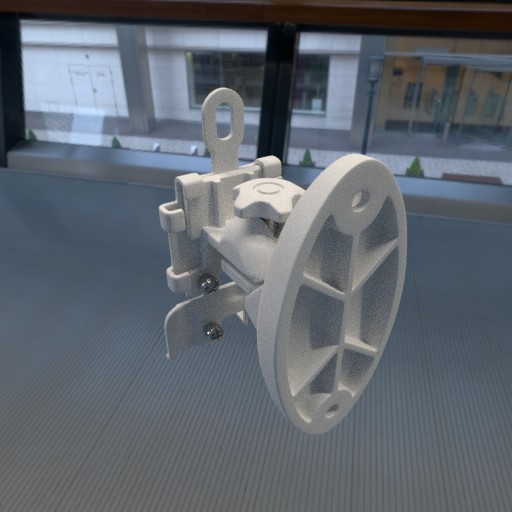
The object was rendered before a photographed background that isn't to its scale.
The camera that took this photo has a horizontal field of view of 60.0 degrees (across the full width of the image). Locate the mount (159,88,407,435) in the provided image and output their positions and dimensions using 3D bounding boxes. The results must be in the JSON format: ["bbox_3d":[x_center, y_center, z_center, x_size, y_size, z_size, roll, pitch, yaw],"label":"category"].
[{"bbox_3d":[0.000,0.000,0.173,0.066,0.118,0.100,-19,37,-28],"label":"mount"}]
